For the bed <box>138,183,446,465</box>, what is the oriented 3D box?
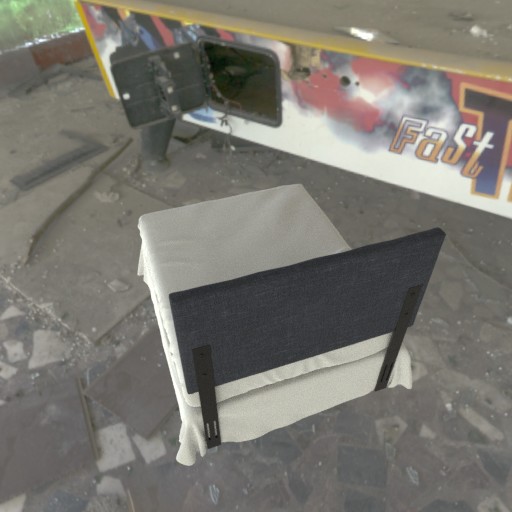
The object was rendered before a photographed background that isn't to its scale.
[{"bbox_3d":[0.000,0.000,3.598,1.936,1.577,2.222,-13,43,-15],"label":"bed"}]
